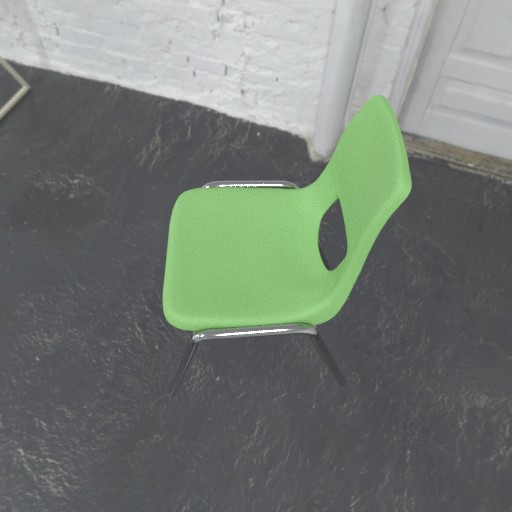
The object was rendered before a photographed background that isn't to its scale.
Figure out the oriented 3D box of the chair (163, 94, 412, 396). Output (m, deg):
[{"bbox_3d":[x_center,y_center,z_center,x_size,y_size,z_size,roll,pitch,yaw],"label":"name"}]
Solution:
[{"bbox_3d":[0.000,0.000,0.920,0.436,0.653,0.381,-1,57,-1],"label":"chair"}]
